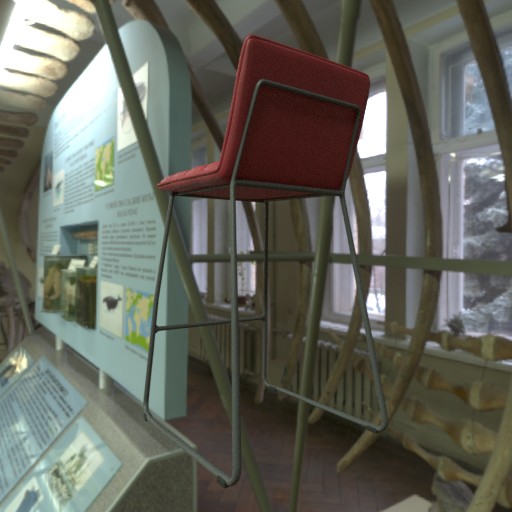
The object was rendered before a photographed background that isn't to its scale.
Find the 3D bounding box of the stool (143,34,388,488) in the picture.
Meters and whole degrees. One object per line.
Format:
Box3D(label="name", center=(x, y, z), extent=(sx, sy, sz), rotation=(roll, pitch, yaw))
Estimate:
Box3D(label="stool", center=(0.000, 0.000, 1.222), extent=(0.489, 0.937, 0.524), rotation=(0, 1, -35))
